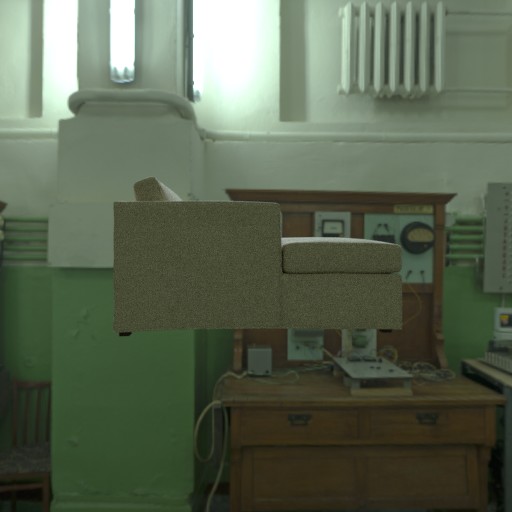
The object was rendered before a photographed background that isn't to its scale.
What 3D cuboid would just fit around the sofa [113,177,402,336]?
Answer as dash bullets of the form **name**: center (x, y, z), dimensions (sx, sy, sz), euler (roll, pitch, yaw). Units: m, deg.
- **sofa**: center (0.000, 0.000, 4.007), dimensions (1.650, 0.922, 3.205), euler (0, -1, -1)
